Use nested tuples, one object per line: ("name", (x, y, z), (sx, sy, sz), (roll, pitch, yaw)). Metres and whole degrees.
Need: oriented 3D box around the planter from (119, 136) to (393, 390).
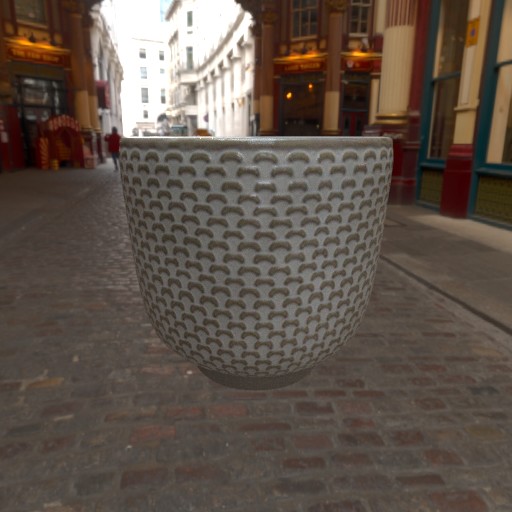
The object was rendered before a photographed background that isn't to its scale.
("planter", (0.000, 0.000, 0.308), (0.173, 0.160, 0.173), (0, 15, 0))
